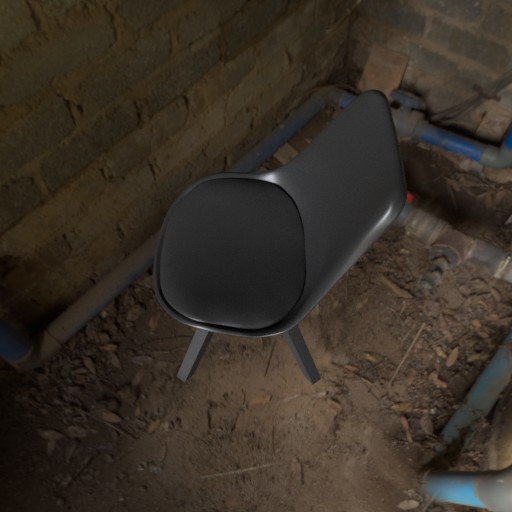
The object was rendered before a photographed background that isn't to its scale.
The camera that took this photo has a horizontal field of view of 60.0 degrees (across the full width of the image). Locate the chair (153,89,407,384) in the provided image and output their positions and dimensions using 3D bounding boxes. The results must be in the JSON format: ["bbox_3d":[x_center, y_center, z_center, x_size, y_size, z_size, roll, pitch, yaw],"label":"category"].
[{"bbox_3d":[0.000,0.000,1.164,0.530,0.850,0.485,1,60,0],"label":"chair"}]
